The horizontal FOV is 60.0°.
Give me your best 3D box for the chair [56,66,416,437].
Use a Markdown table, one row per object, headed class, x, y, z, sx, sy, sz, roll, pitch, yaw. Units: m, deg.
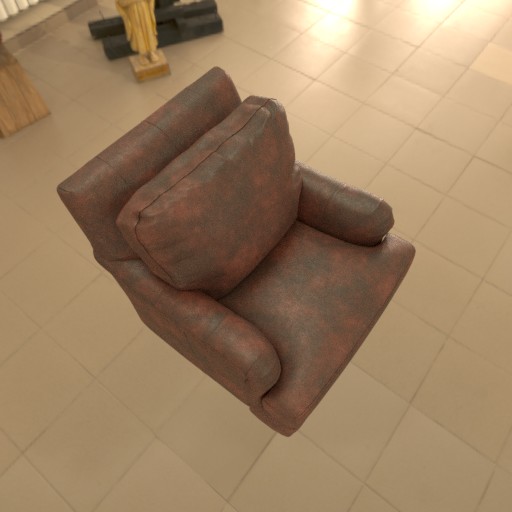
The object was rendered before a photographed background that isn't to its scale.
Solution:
| class | x | y | z | sx | sy | sz | roll | pitch | yaw |
| --- | --- | --- | --- | --- | --- | --- | --- | --- | --- |
| chair | 0.000 | 0.000 | 1.963 | 1.156 | 1.051 | 0.987 | 33 | 64 | 19 |
